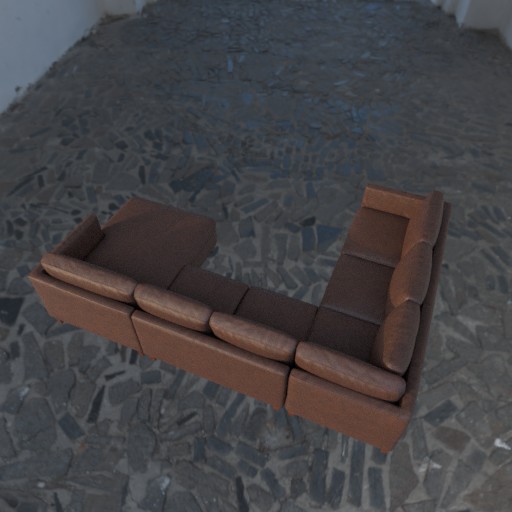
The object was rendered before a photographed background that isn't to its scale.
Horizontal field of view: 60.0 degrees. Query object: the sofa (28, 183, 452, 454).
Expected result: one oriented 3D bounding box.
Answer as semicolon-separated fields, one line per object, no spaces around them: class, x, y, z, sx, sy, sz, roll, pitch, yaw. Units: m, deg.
sofa;0.000;0.000;4.535;3.460;0.923;2.593;17;50;15
